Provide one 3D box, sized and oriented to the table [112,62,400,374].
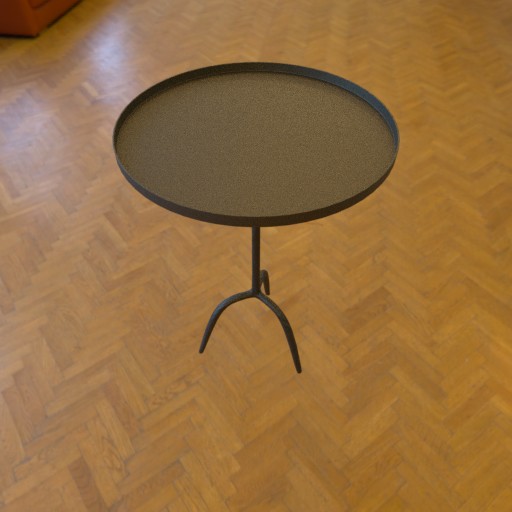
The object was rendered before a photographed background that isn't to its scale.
[{"bbox_3d":[0.000,0.000,1.048,0.502,0.700,0.502,5,47,5],"label":"table"}]
